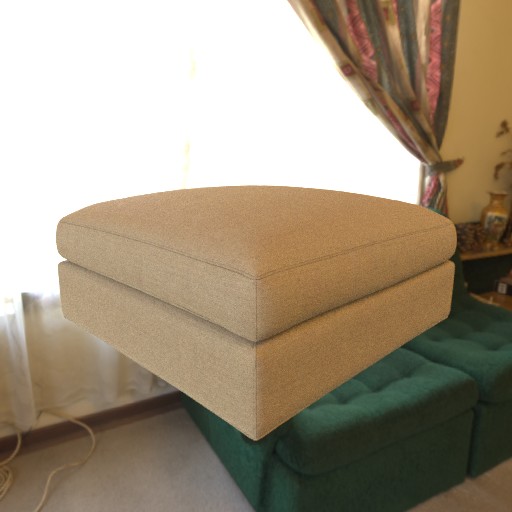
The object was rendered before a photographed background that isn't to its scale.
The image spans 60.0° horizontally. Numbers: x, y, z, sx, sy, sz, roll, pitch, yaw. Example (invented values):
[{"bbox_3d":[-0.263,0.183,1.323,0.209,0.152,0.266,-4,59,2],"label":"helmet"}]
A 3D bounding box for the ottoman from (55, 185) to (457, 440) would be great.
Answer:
[{"bbox_3d":[0.000,0.000,1.584,1.041,0.470,1.041,-14,19,-43],"label":"ottoman"}]
